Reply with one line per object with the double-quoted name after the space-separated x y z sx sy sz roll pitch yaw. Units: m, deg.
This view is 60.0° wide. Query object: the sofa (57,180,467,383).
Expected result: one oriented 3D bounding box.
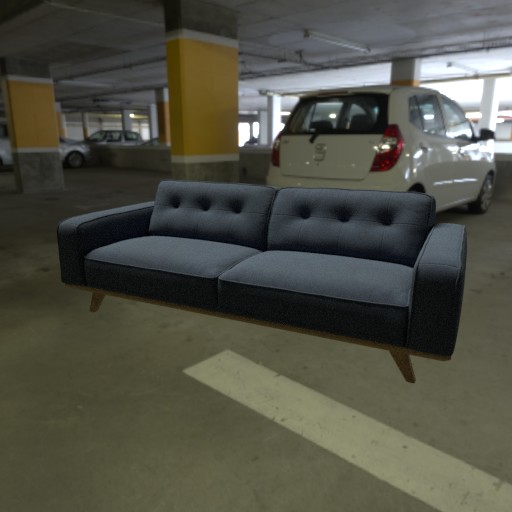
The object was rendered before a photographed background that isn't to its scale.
0.000 0.000 2.652 2.270 0.782 0.953 7 17 25 "sofa"
